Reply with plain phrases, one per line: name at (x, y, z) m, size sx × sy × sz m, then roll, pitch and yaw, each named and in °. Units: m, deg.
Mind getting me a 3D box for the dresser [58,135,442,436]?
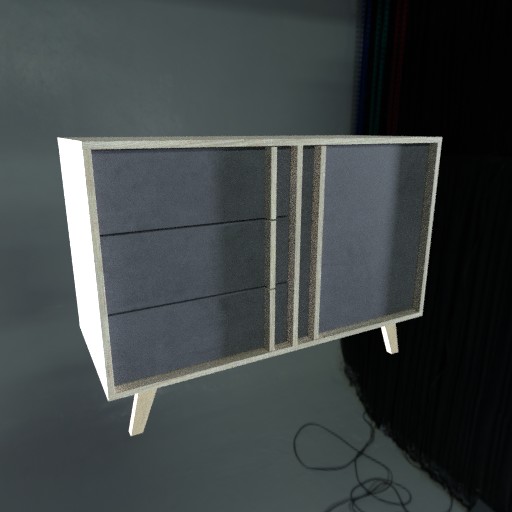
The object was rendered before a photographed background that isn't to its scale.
dresser at (0.000, 0.000, 1.507) m, size 1.110 × 0.780 × 0.500 m, roll -9°, pitch 18°, yaw -27°
